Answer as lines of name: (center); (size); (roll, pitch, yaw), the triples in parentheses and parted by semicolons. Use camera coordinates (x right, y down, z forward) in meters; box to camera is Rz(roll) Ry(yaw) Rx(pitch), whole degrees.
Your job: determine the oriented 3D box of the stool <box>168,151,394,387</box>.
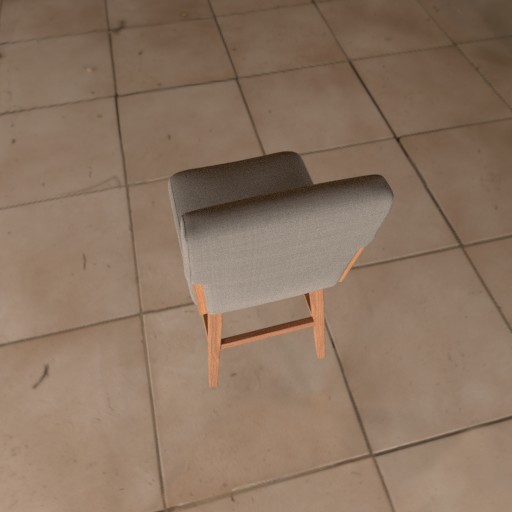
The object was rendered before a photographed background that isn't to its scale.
stool: (0.000, 0.000, 1.424); (0.483, 1.112, 0.570); (-13, 58, -8)
